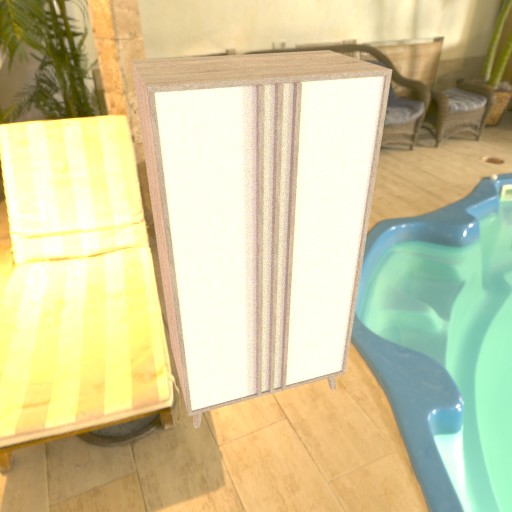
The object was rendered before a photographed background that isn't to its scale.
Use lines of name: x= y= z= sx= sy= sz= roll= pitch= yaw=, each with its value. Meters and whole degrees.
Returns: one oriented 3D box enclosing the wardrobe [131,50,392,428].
wardrobe: x=0.000 y=0.000 z=2.446 sx=1.000 sy=1.960 sz=0.600 roll=-10 pitch=34 yaw=-16
